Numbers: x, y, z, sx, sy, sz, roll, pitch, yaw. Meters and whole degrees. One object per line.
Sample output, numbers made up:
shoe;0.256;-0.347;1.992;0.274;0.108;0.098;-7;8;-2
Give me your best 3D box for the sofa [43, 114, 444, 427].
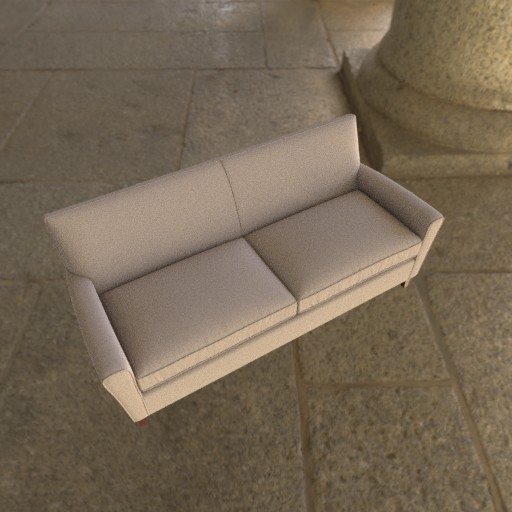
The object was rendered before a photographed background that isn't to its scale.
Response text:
sofa;0.000;0.000;2.528;2.000;0.846;0.875;-23;51;-20
